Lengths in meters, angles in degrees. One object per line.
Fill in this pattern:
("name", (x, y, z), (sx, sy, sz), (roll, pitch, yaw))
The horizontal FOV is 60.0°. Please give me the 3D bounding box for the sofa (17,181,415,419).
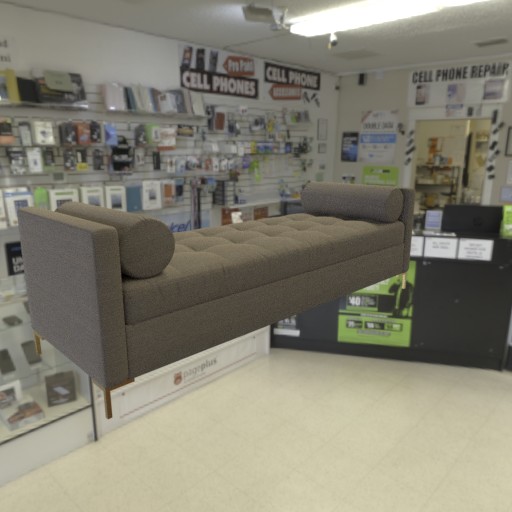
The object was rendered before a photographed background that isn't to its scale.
("sofa", (0.000, 0.000, 2.247), (1.981, 0.635, 0.686), (-13, 19, -43))
